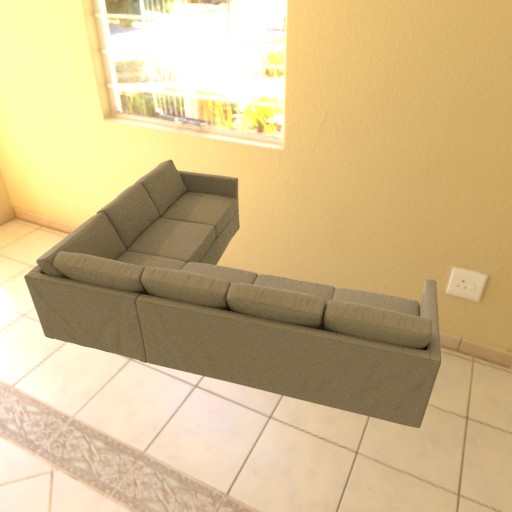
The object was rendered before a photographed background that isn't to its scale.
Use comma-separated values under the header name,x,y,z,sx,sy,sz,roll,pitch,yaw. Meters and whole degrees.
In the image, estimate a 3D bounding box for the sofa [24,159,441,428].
name,x,y,z,sx,sy,sz,roll,pitch,yaw
sofa,0.000,0.000,4.257,3.182,0.871,2.432,9,34,14
